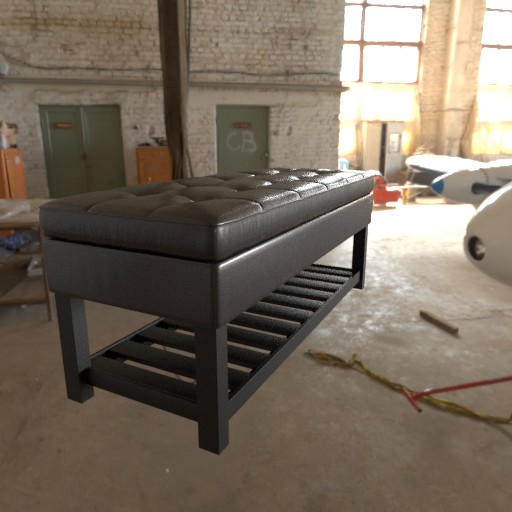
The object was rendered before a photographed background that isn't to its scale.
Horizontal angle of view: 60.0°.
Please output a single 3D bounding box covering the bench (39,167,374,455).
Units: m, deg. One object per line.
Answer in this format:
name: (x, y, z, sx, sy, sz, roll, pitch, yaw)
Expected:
bench: (0.000, 0.000, 1.312, 0.432, 0.460, 1.105, 8, 17, 26)
